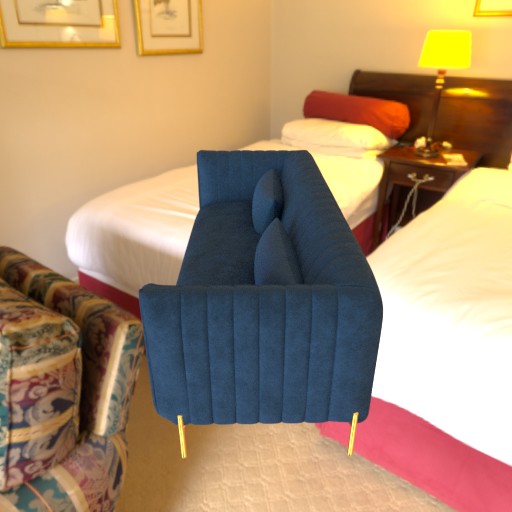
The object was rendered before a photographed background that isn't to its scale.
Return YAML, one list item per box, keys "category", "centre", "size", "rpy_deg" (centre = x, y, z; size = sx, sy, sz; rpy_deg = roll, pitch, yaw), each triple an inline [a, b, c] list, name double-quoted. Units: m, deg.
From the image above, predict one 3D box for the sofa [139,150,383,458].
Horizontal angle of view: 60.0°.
- category: "sofa"
  centre: [0.000, 0.000, 2.591]
  size: [0.896, 0.793, 2.136]
  rpy_deg: [0, 27, -1]
